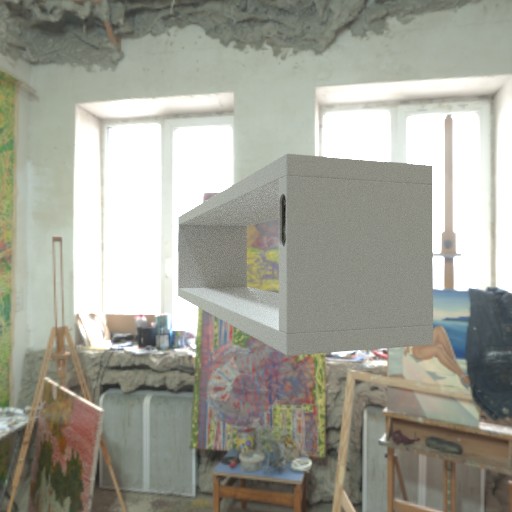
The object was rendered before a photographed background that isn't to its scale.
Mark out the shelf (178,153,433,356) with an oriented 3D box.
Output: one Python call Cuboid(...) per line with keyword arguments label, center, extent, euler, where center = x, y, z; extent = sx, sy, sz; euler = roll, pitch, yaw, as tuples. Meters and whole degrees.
Cuboid(label="shelf", center=(0.000, 0.000, 0.685), extent=(0.150, 0.170, 0.610), euler=(0, 0, -19))
